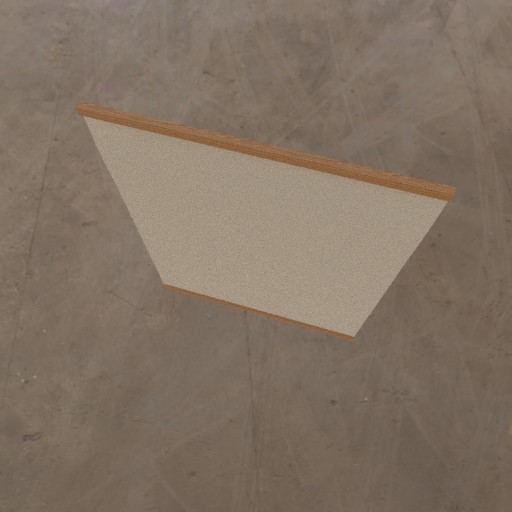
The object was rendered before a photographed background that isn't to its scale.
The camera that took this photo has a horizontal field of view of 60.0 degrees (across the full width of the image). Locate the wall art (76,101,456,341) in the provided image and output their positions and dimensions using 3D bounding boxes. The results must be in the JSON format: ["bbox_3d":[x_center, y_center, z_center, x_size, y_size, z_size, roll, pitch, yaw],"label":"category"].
[{"bbox_3d":[0.000,0.000,0.683,0.404,0.507,0.010,15,64,7],"label":"wall art"}]
